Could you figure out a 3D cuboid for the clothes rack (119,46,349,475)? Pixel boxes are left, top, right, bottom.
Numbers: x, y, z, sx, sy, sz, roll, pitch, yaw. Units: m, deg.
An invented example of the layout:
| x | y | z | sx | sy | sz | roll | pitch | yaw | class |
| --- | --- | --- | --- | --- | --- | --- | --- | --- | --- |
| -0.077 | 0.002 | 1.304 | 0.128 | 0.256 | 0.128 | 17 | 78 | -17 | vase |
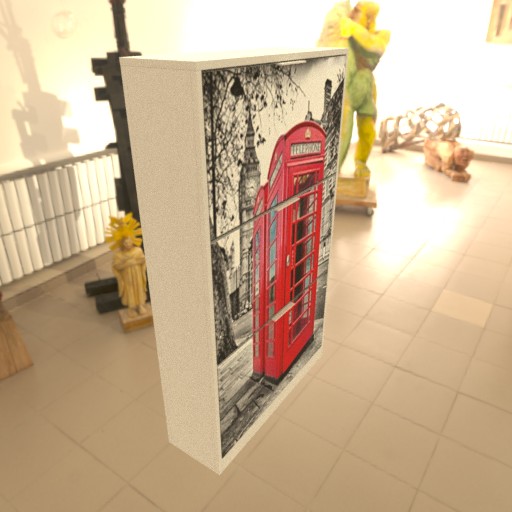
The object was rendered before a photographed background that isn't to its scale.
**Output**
| x | y | z | sx | sy | sz | roll | pitch | yaw | class |
| --- | --- | --- | --- | --- | --- | --- | --- | --- | --- |
| 0.000 | 0.000 | 1.529 | 0.250 | 1.280 | 0.750 | 18 | 32 | 30 | clothes rack |
